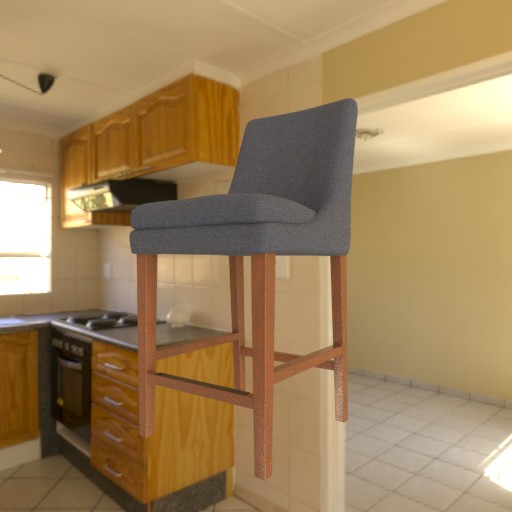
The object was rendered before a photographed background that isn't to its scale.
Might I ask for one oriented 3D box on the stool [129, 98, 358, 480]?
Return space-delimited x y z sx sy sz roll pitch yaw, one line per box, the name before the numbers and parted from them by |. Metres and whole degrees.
stool | 0.000 0.000 1.297 0.470 0.981 0.577 0 0 36
